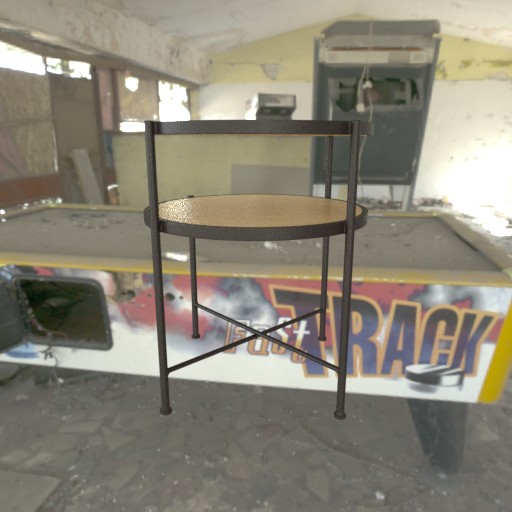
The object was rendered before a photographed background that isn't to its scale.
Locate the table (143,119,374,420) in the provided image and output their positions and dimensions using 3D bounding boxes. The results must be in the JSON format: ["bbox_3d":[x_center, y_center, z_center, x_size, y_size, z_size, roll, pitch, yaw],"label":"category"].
[{"bbox_3d":[0.000,0.000,1.196,0.629,0.684,0.628,-13,20,-41],"label":"table"}]
